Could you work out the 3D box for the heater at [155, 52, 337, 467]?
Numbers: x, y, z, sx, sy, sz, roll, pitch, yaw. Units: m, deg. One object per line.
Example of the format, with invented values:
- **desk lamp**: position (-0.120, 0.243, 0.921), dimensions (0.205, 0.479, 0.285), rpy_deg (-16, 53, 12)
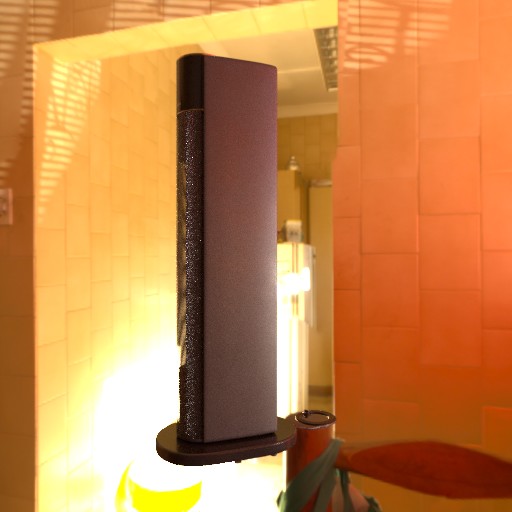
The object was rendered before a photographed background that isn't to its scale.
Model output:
- **heater**: position (0.000, 0.000, 1.029), dimensions (0.458, 0.856, 0.214), rpy_deg (0, 0, -17)
